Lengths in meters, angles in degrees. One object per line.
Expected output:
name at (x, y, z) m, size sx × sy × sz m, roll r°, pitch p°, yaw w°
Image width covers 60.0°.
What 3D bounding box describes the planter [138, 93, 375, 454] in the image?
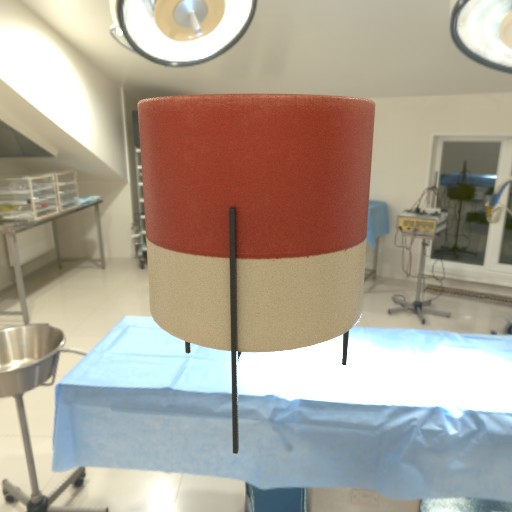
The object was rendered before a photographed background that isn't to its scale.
planter at (0.000, 0.000, 0.712) m, size 0.345 × 0.465 × 0.354 m, roll 3°, pitch 16°, yaw 9°
